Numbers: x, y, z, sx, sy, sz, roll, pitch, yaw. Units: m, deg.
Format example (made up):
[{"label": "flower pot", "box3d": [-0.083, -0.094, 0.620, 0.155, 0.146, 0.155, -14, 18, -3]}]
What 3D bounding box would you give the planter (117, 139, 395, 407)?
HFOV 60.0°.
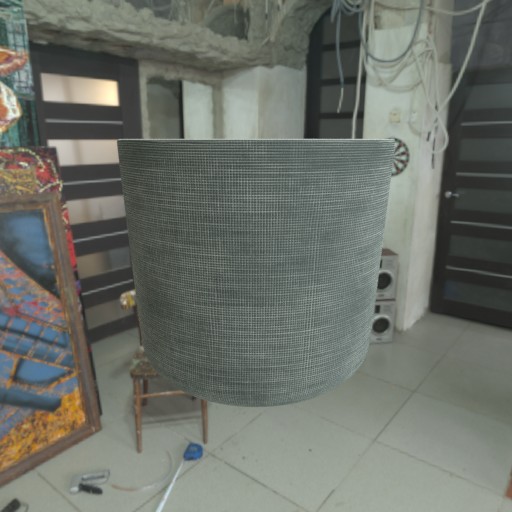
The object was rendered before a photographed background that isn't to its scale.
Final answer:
[{"label": "planter", "box3d": [0.000, 0.000, 0.782, 0.440, 0.398, 0.440, 0, 15, 0]}]
